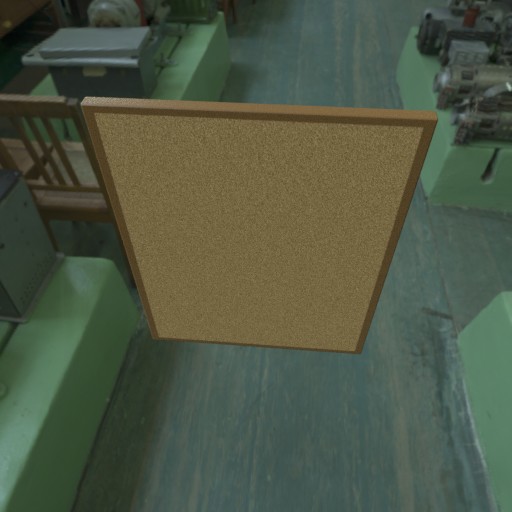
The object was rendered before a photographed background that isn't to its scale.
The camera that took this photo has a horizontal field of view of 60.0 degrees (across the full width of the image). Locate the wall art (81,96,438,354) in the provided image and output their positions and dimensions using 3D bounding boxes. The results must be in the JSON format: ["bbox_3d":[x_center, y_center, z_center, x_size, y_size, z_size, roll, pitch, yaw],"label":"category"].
[{"bbox_3d":[0.000,0.000,0.760,0.449,0.550,0.021,3,47,3],"label":"wall art"}]
